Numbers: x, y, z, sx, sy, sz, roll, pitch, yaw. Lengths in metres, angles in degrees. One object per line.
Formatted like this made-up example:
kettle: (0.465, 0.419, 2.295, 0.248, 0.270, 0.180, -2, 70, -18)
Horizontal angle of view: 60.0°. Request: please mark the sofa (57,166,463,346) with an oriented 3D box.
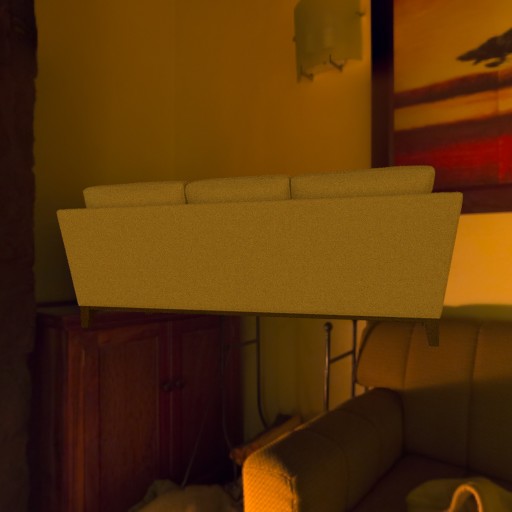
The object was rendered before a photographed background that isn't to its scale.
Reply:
sofa: (0.000, 0.000, 2.931, 2.388, 0.940, 0.965, 0, -1, 18)
